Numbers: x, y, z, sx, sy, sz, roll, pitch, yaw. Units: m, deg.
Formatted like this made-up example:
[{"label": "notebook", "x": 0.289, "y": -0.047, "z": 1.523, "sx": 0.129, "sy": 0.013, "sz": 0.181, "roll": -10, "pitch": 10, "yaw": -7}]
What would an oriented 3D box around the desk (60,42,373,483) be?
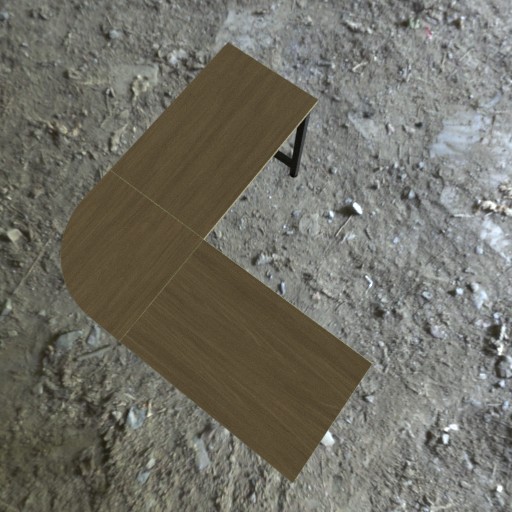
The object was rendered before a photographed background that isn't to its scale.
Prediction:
[{"label": "desk", "x": 0.000, "y": 0.000, "z": 2.271, "sx": 1.400, "sy": 0.762, "sz": 1.400, "roll": 36, "pitch": 78, "yaw": 9}]
